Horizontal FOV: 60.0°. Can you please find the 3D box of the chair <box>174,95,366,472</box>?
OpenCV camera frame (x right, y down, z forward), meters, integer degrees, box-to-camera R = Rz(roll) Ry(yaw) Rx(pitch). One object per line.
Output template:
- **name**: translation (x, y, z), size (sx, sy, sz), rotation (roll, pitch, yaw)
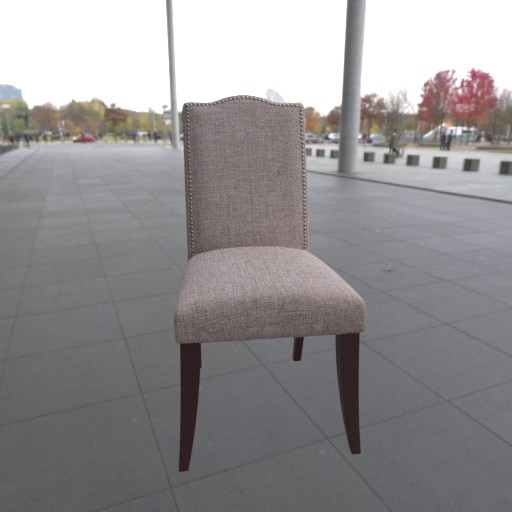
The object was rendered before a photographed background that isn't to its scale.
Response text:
- **chair**: translation (0.000, 0.000, 1.411), size (0.513, 1.016, 0.660), rotation (-2, 16, -8)
